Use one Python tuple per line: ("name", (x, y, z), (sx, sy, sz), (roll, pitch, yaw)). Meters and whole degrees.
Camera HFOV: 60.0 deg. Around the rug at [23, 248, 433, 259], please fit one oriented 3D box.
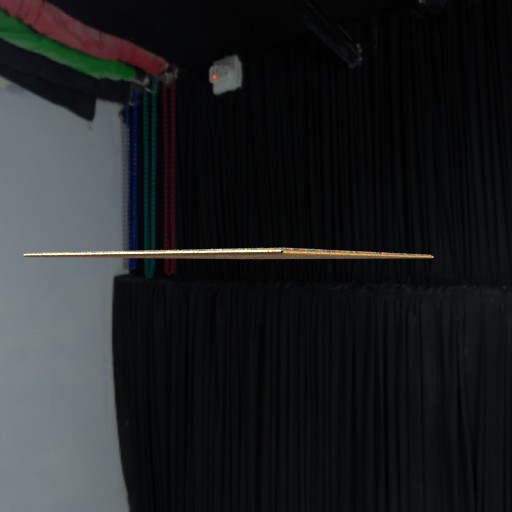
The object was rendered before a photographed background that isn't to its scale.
("rug", (0.000, 0.000, 4.102), (2.435, 0.031, 3.040), (0, -1, 35))
